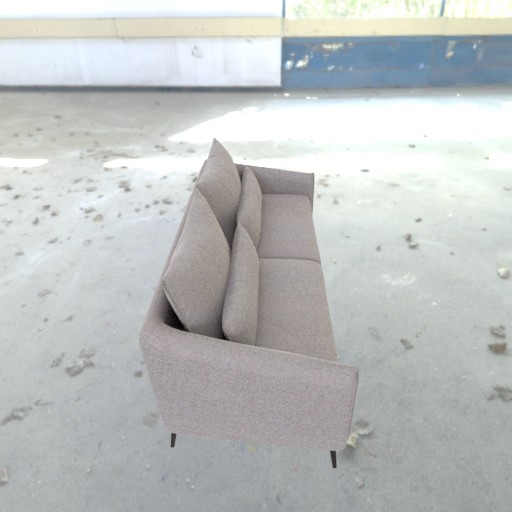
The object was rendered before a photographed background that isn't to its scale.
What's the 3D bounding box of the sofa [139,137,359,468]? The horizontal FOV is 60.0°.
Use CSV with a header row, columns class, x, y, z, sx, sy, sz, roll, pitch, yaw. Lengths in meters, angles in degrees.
class,x,y,z,sx,sy,sz,roll,pitch,yaw
sofa,0.000,0.000,2.475,0.809,0.833,2.022,1,32,1
